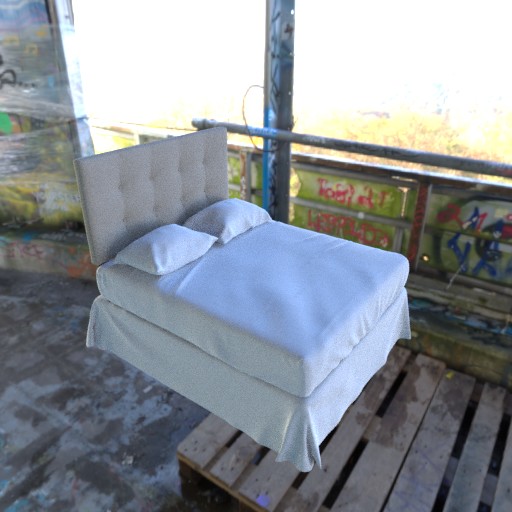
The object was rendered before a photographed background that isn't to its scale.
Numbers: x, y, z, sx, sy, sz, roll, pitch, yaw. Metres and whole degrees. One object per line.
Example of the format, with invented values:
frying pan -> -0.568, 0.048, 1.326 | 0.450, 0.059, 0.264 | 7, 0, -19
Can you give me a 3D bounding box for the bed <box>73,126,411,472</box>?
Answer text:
bed -> 0.000, 0.000, 3.526 | 2.222, 1.577, 1.936 | 18, 32, 32
